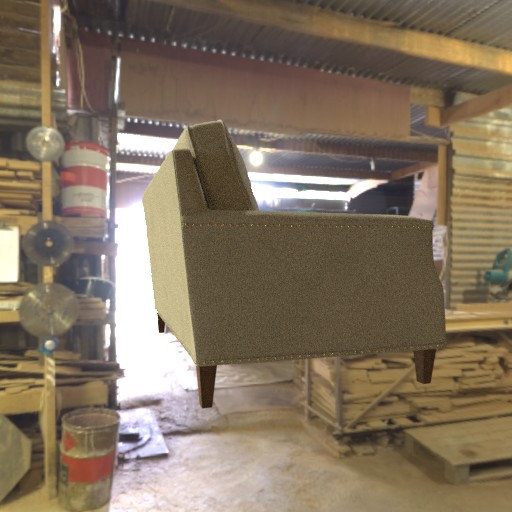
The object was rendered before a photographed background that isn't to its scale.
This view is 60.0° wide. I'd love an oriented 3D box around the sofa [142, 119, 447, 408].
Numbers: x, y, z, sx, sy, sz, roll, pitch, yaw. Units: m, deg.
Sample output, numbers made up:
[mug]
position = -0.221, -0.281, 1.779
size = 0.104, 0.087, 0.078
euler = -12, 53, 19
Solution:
[sofa]
position = 0.000, 0.000, 2.306
size = 1.084, 1.003, 1.597
euler = 0, 1, -18
